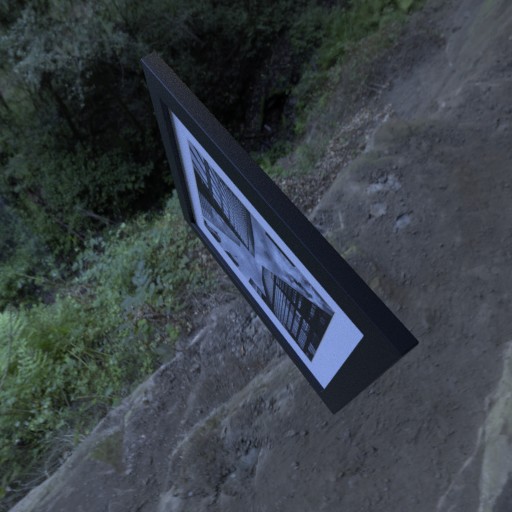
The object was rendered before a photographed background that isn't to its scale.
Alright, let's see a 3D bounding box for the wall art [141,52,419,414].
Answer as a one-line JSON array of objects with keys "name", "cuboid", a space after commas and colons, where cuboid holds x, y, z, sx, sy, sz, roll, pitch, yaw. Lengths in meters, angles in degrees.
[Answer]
[{"name": "wall art", "cuboid": [0.000, 0.000, 0.770, 0.031, 0.457, 0.558, -33, 68, -15]}]
